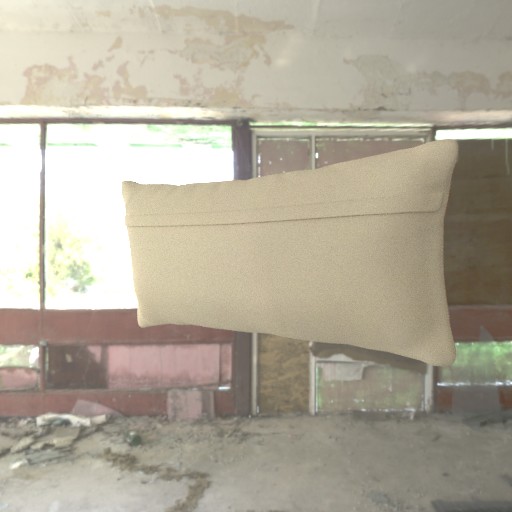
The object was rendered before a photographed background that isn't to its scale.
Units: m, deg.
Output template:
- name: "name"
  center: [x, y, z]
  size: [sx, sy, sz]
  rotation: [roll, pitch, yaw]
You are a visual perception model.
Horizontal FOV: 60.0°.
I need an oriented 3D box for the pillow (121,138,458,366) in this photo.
- name: "pillow"
  center: [0.000, 0.000, 0.713]
  size: [0.609, 0.292, 0.155]
  rotation: [0, 1, 35]
